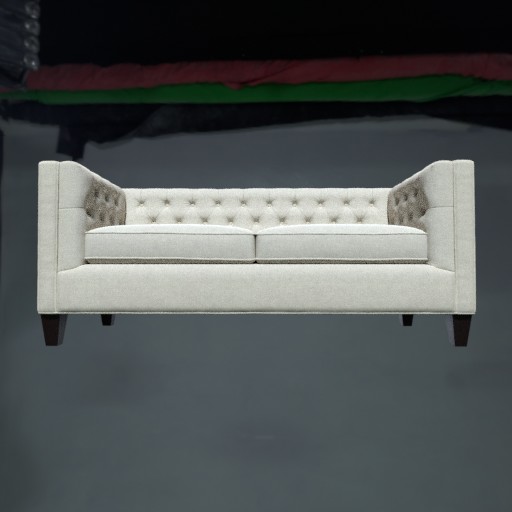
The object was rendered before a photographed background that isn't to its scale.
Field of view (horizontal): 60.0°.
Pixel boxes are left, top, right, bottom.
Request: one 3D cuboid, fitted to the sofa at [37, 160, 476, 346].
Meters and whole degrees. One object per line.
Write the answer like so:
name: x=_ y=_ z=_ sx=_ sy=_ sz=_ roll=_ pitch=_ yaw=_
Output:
sofa: x=0.000 y=0.000 z=2.170 sx=1.778 sy=0.762 sz=0.775 roll=0 pitch=-2 yaw=1
